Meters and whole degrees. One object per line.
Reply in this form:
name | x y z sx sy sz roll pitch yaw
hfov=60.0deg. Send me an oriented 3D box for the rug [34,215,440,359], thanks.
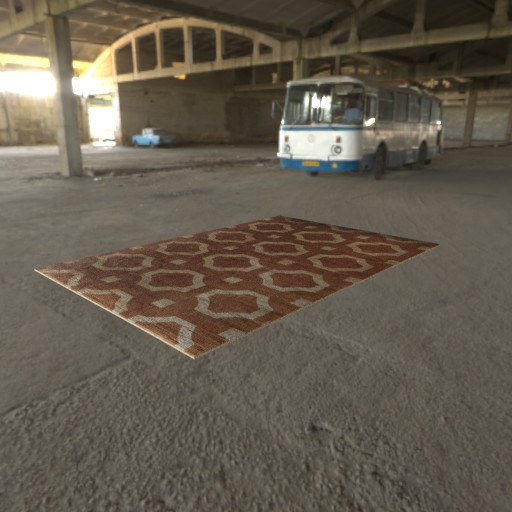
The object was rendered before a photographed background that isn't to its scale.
rug | 0.000 0.000 2.977 1.555 0.016 2.286 15 22 42
